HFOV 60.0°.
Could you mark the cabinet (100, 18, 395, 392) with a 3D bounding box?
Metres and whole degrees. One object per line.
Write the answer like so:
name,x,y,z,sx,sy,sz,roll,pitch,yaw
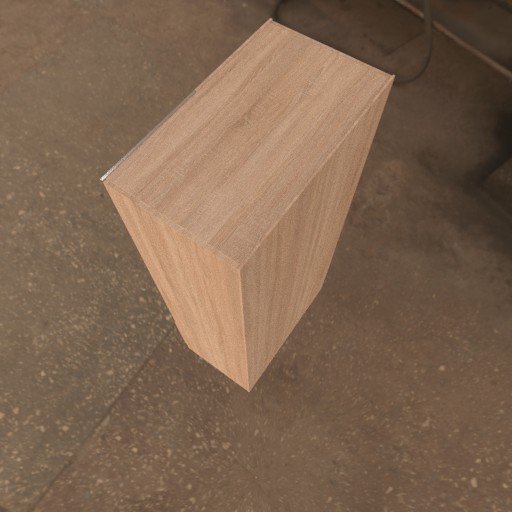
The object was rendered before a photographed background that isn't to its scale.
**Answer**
cabinet,0.000,0.000,2.524,0.590,2.121,1.001,32,68,15
